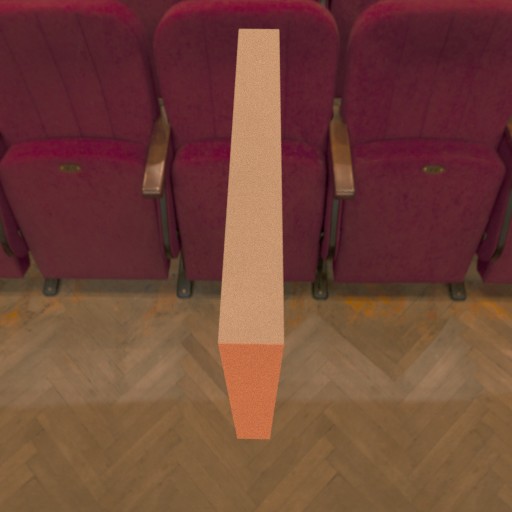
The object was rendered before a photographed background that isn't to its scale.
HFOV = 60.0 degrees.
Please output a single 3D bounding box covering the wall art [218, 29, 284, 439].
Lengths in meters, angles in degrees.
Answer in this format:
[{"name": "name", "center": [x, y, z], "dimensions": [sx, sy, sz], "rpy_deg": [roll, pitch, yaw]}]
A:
[{"name": "wall art", "center": [0.000, 0.000, 0.459], "dimensions": [0.038, 0.305, 0.305], "rpy_deg": [1, 58, 1]}]
